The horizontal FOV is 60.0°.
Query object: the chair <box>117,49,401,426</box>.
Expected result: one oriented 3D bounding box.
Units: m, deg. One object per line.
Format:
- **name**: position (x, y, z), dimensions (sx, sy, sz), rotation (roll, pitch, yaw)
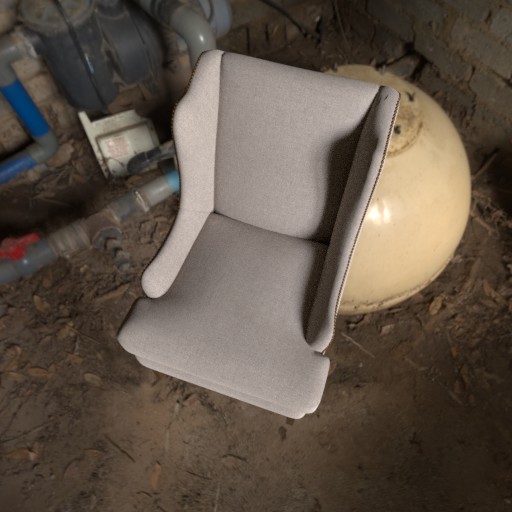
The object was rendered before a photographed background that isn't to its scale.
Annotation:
- **chair**: position (0.000, 0.000, 1.666), dimensions (0.737, 1.029, 0.940), rotation (16, 61, 10)
